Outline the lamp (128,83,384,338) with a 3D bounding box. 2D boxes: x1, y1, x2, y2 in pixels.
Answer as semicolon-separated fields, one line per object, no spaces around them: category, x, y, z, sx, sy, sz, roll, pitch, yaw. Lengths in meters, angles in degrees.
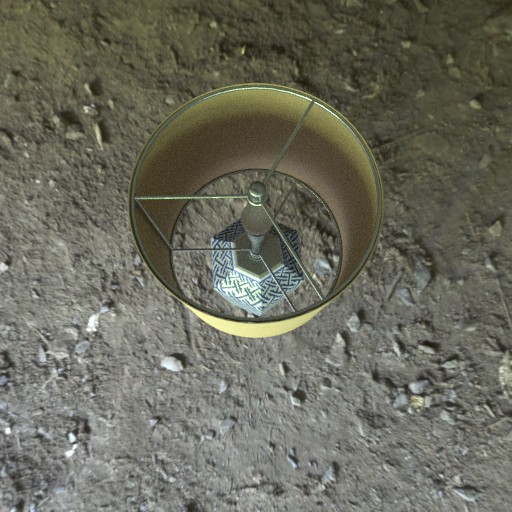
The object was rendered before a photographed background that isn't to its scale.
lamp;0.000;0.000;0.865;0.320;0.682;0.320;-1;76;0
